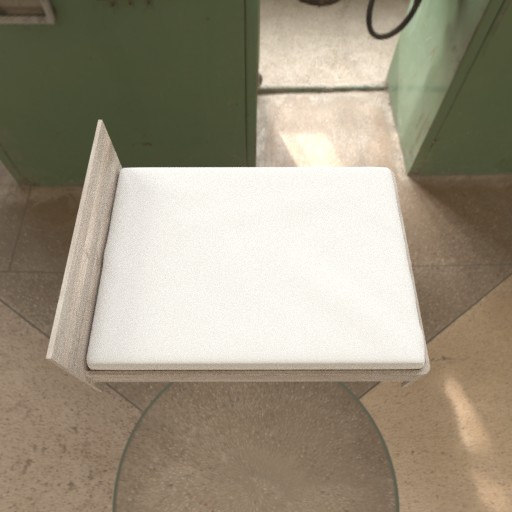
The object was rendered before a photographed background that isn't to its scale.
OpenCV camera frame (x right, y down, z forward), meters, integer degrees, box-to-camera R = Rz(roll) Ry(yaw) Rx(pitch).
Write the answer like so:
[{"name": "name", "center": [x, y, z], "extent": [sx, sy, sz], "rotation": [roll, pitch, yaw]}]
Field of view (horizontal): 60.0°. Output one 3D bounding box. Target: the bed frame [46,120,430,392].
[{"name": "bed frame", "center": [0.000, 0.000, 2.754], "extent": [1.950, 0.800, 1.490], "rotation": [0, 62, 0]}]
